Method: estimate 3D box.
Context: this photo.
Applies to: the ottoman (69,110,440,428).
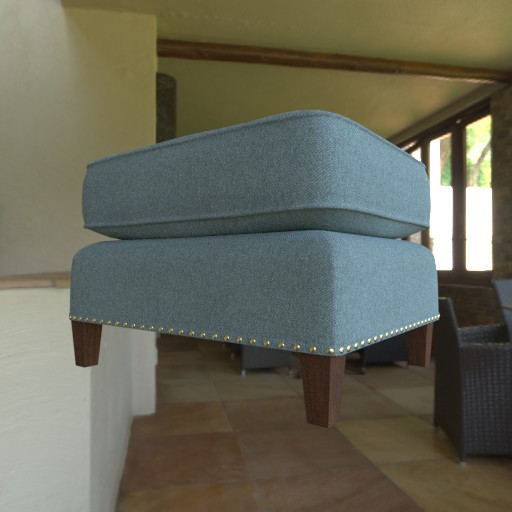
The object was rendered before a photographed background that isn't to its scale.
[{"bbox_3d":[0.000,0.000,1.103,0.738,0.537,0.589,-1,-1,37],"label":"ottoman"}]
